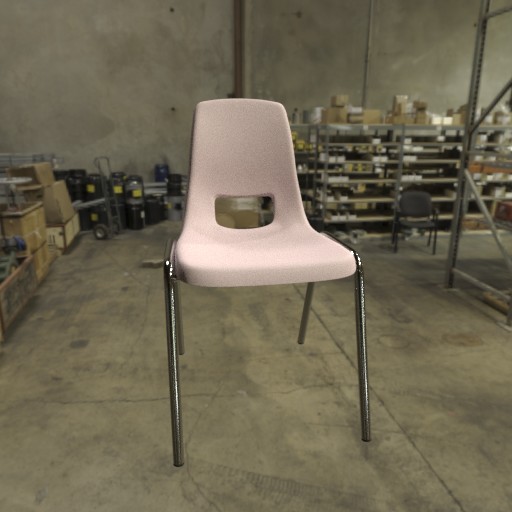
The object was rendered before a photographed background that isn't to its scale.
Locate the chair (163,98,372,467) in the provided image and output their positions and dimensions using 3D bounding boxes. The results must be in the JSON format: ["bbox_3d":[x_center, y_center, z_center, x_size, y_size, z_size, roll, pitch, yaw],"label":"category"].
[{"bbox_3d":[0.000,0.000,0.939,0.381,0.653,0.436,-3,16,-10],"label":"chair"}]
